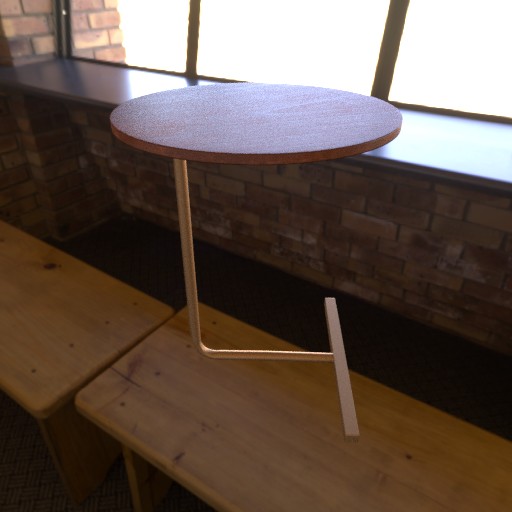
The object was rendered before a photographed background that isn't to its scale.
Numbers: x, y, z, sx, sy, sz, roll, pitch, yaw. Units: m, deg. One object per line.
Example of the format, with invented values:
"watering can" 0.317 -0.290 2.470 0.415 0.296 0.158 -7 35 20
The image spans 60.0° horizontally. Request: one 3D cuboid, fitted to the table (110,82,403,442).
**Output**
"table" 0.000 0.000 1.090 0.577 0.706 0.530 1 32 2
